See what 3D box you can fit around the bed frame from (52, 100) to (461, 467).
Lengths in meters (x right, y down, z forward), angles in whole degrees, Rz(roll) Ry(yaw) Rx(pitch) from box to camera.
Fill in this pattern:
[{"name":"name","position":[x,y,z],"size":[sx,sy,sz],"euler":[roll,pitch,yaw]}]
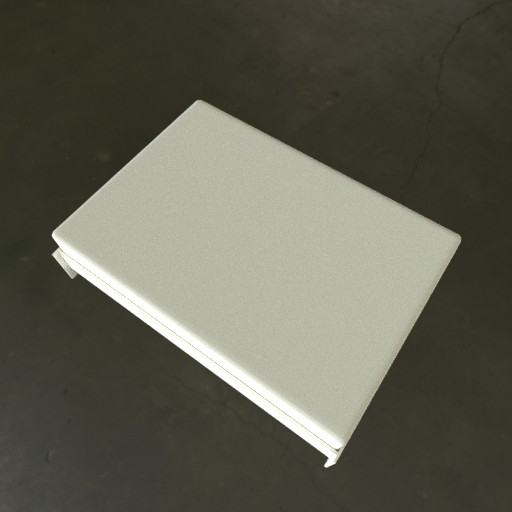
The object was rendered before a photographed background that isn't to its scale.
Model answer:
[{"name":"bed frame","position":[0.000,0.000,2.704],"size":[1.945,0.497,1.445],"euler":[32,66,16]}]
